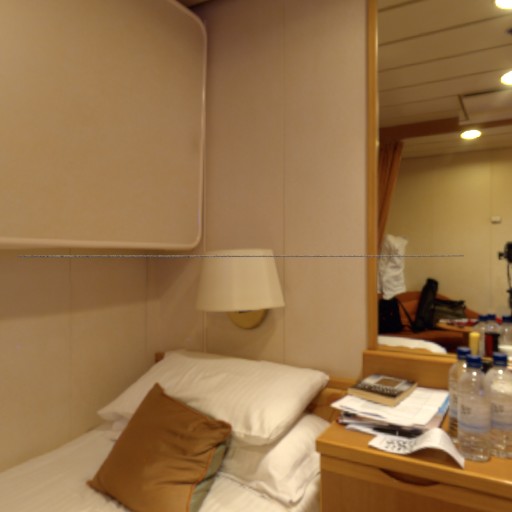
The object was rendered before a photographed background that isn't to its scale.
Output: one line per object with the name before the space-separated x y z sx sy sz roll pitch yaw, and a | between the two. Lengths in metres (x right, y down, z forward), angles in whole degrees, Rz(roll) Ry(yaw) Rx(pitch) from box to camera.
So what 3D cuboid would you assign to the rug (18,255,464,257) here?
rug | 0.000 0.000 2.679 2.443 0.008 0.688 0 0 -16
